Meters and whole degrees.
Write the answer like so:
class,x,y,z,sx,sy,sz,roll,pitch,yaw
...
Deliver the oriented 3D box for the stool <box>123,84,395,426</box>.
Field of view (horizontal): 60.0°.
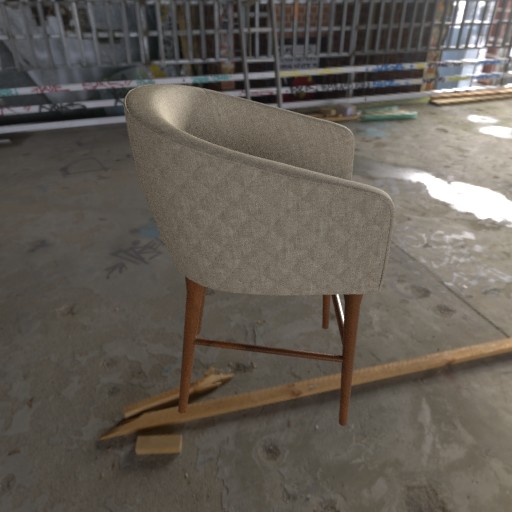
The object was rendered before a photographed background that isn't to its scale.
class,x,y,z,sx,sy,sz,roll,pitch,yaw
stool,0.000,0.000,1.340,0.635,0.952,0.559,0,32,1
